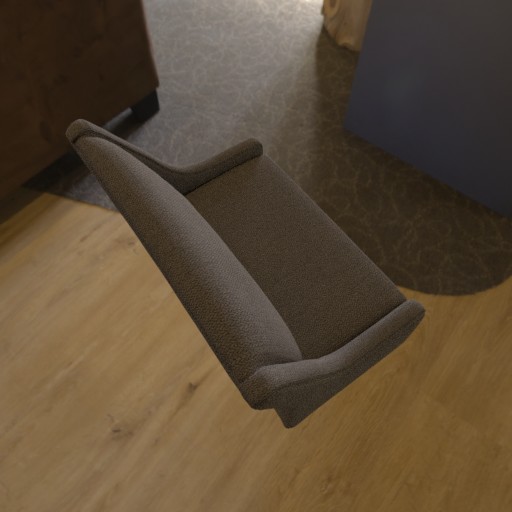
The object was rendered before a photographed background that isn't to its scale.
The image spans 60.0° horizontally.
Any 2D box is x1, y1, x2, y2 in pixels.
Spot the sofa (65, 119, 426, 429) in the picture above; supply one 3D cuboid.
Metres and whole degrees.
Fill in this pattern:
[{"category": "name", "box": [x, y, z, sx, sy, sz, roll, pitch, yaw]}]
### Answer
[{"category": "sofa", "box": [0.000, 0.000, 1.900, 0.873, 1.022, 1.242, -31, 64, -17]}]
